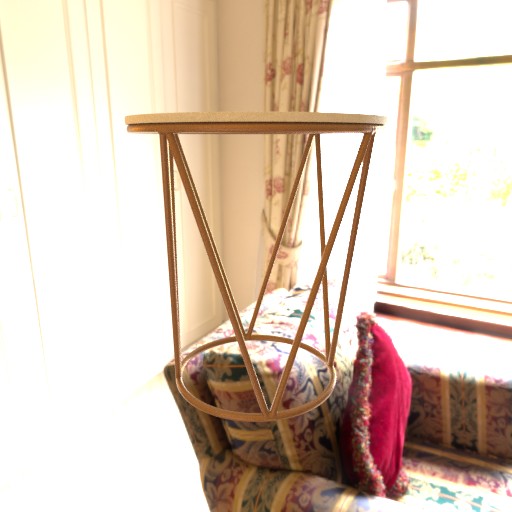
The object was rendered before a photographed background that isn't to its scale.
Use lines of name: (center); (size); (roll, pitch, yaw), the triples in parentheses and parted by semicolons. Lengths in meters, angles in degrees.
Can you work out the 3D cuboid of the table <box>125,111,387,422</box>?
table: (0.000, 0.000, 0.949); (0.500, 0.564, 0.500); (0, 15, 0)
